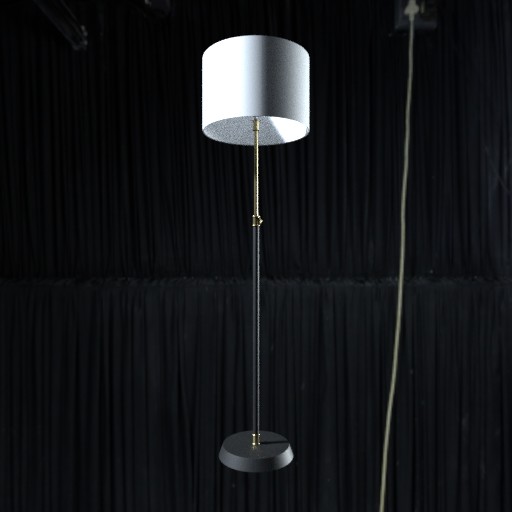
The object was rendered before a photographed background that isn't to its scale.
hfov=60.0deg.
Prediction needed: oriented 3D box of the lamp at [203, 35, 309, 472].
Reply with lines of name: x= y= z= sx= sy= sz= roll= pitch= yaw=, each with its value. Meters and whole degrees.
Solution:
lamp: x=0.000 y=0.000 z=1.694 sx=0.404 sy=1.517 sz=0.404 roll=0 pitch=0 yaw=0
